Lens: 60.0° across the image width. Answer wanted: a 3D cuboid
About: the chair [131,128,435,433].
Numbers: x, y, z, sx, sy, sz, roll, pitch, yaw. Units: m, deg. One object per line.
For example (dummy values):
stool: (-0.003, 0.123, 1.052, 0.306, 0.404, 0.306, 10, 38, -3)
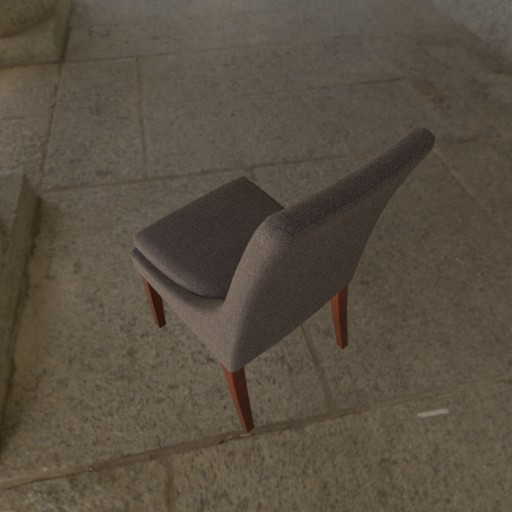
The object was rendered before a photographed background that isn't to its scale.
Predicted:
chair: (0.000, 0.000, 1.303, 0.508, 0.952, 0.655, -33, 56, -26)
